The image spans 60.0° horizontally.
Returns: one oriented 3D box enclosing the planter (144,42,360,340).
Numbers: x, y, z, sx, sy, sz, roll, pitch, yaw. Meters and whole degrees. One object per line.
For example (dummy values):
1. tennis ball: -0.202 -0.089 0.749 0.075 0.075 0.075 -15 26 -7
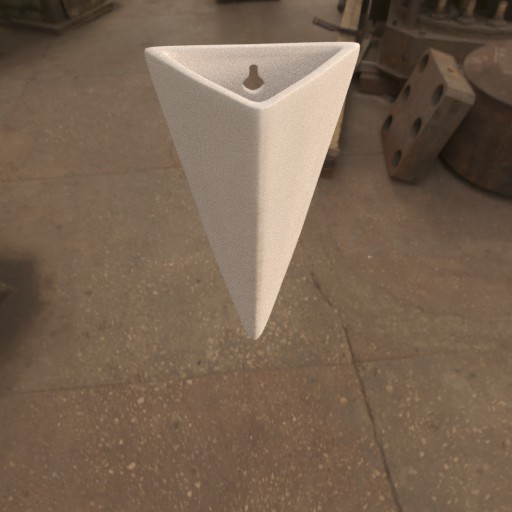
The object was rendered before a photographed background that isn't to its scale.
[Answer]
1. planter: 0.000 0.000 0.392 0.143 0.338 0.065 -3 46 -3
